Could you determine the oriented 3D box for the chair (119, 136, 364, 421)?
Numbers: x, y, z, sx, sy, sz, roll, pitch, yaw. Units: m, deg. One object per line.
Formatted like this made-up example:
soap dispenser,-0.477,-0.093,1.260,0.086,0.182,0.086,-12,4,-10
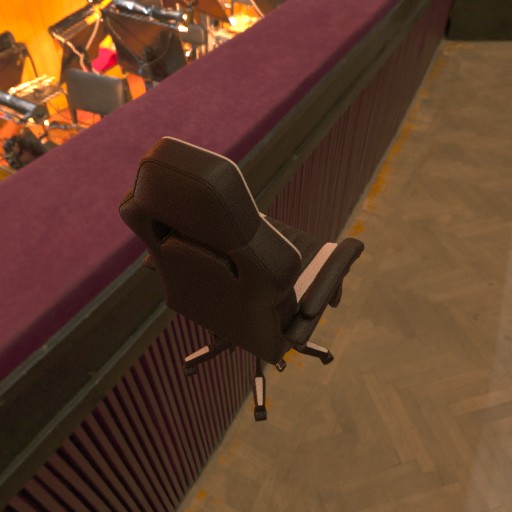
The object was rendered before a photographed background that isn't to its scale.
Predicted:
chair,0.000,0.000,1.615,0.676,1.200,0.700,25,51,22
